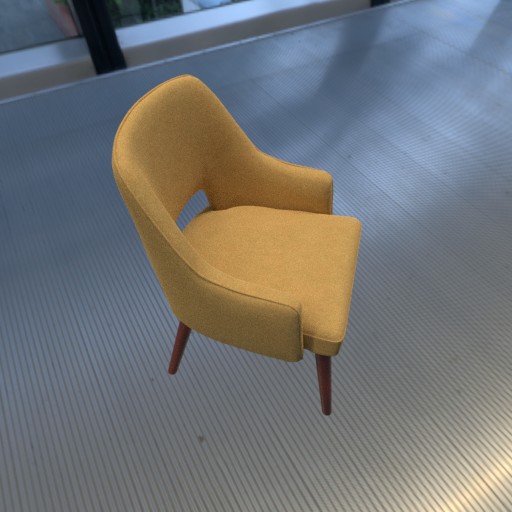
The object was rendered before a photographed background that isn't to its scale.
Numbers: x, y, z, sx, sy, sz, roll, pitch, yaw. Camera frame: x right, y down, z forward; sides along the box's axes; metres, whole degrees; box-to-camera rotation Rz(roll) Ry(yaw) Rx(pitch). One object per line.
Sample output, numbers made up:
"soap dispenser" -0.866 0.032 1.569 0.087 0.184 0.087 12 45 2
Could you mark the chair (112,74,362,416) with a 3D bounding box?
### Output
"chair" 0.000 0.000 1.272 0.605 0.849 0.548 11 48 10
